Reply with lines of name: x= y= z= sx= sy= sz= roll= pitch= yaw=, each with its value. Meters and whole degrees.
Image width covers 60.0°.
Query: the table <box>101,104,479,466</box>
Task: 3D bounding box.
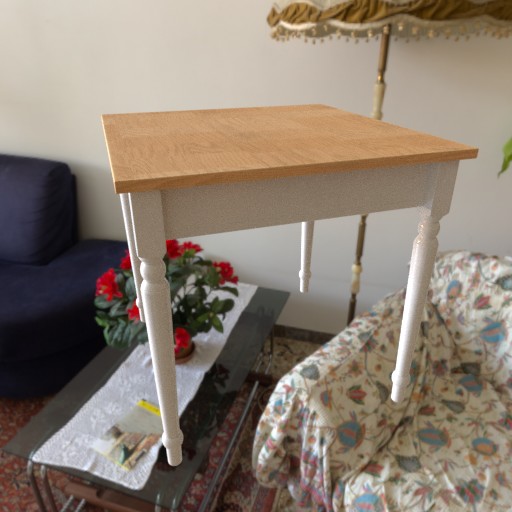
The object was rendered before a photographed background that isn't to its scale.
table: x=0.000 y=0.000 z=1.312 sx=0.747 sy=0.738 sz=0.747 roll=-9 pitch=28 yaw=-17
